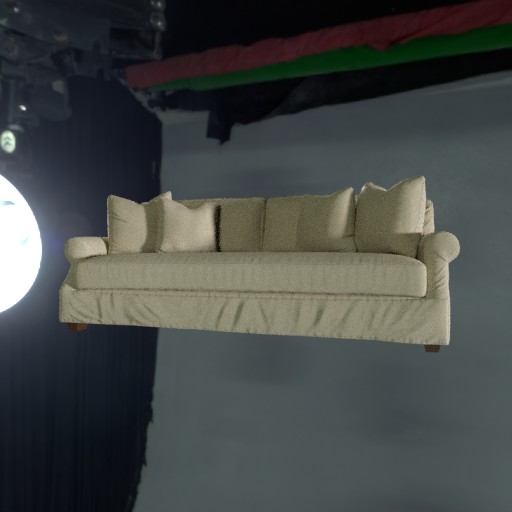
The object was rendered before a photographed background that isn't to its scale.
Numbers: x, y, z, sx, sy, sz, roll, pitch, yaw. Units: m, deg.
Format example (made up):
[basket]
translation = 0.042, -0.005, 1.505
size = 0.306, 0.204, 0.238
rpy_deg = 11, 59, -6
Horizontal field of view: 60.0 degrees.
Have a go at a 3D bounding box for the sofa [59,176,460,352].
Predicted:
[sofa]
translation = 0.000, 0.000, 2.816
size = 2.285, 0.904, 1.067
rpy_deg = 0, 0, 17
